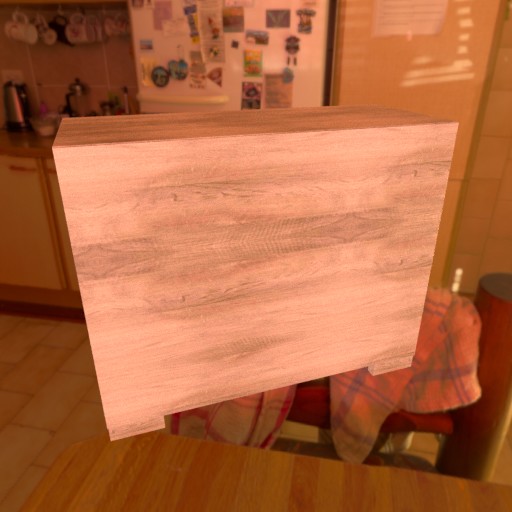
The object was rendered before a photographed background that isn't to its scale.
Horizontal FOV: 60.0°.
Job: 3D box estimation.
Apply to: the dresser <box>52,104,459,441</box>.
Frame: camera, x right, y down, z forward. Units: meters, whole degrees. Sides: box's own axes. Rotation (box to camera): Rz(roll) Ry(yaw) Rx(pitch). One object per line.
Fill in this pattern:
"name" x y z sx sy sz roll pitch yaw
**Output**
"dresser" 0.000 0.000 1.373 0.994 0.816 0.404 -8 27 -17
